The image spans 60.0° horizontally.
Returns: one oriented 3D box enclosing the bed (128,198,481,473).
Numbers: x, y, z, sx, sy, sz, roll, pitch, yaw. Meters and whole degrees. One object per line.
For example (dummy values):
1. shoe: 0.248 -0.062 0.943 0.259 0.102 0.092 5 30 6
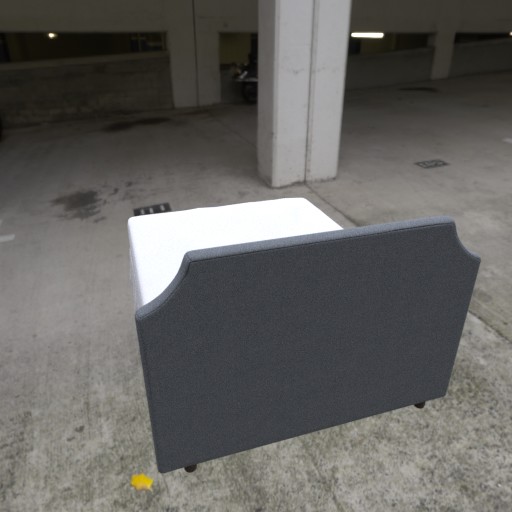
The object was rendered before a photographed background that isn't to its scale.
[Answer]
1. bed: 0.000 0.000 3.228 1.811 1.296 2.259 -8 28 -16
